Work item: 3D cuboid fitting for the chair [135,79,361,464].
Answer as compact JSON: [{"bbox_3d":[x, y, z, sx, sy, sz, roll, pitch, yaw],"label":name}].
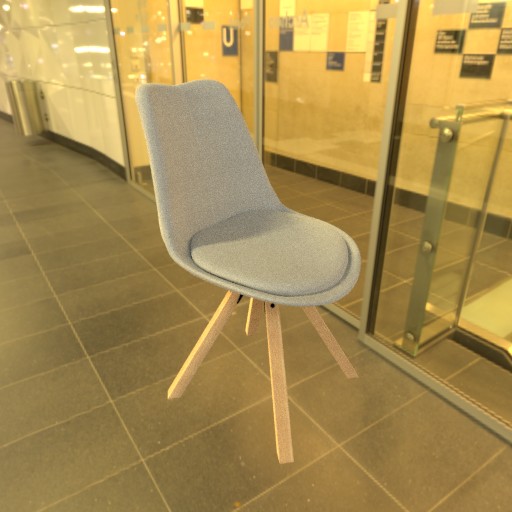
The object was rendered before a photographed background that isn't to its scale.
[{"bbox_3d":[0.000,0.000,1.201,0.549,0.863,0.474,17,30,32],"label":"chair"}]
